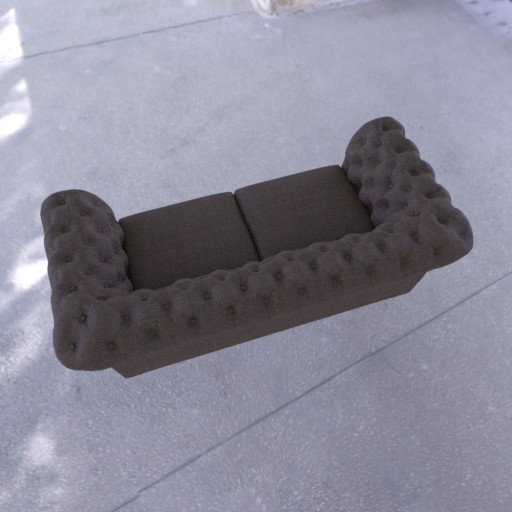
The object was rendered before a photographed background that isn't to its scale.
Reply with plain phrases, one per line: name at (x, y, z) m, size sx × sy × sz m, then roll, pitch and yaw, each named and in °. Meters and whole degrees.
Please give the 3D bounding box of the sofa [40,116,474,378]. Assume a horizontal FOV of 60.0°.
sofa at (0.000, 0.000, 2.450) m, size 2.048 × 0.780 × 0.944 m, roll -15°, pitch 60°, yaw -9°
